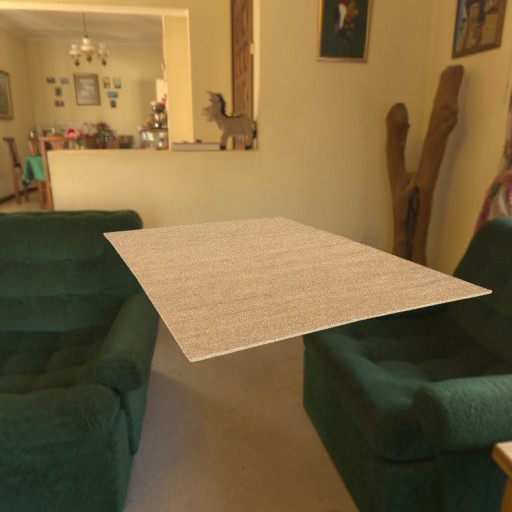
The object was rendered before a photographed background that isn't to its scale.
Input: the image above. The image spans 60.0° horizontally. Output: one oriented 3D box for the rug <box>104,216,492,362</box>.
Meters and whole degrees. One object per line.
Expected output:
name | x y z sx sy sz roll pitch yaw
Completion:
rug | 0.000 0.000 2.910 1.624 0.030 2.264 -8 18 -25
